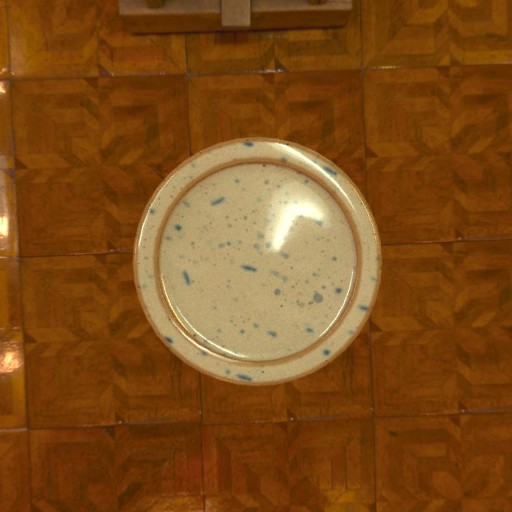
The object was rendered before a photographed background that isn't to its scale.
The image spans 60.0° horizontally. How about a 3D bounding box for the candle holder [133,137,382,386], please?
[{"bbox_3d":[0.000,0.000,0.282,0.123,0.202,0.123,0,92,0],"label":"candle holder"}]
